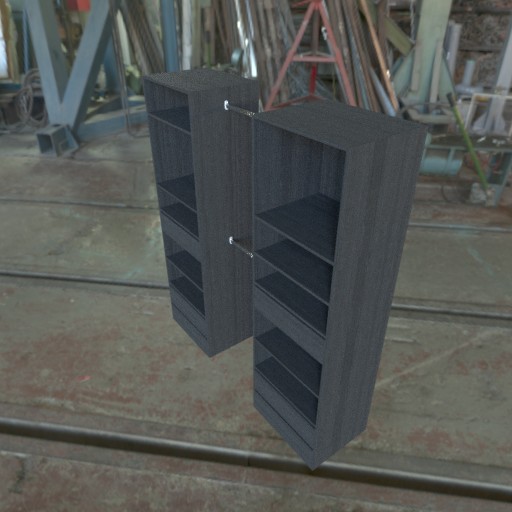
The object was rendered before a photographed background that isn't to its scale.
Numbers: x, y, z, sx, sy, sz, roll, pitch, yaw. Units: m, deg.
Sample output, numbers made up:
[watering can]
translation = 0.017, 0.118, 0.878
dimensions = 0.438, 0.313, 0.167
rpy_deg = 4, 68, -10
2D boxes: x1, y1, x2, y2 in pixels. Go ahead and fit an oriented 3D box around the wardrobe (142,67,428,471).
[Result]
[wardrobe]
translation = 0.000, 0.000, 2.869
dimensions = 0.480, 2.000, 1.770
rpy_deg = -22, 38, -31
